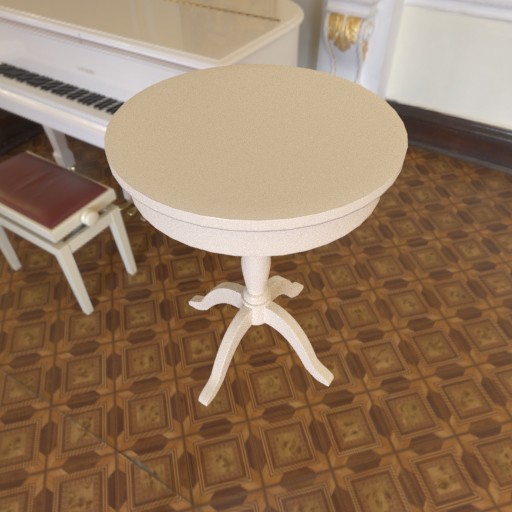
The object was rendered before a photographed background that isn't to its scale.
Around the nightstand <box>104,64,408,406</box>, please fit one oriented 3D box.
[{"bbox_3d":[0.000,0.000,1.000,0.513,0.653,0.513,34,54,29],"label":"nightstand"}]
